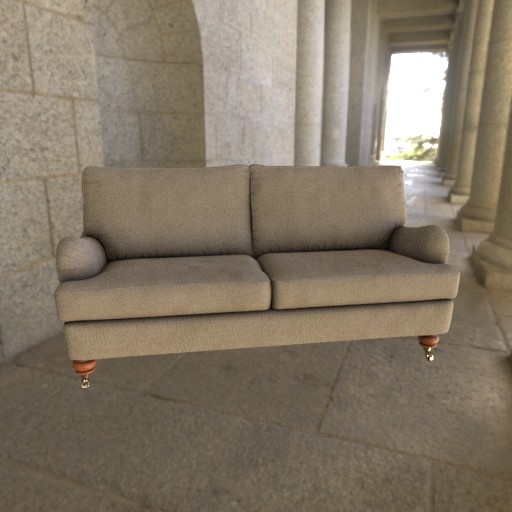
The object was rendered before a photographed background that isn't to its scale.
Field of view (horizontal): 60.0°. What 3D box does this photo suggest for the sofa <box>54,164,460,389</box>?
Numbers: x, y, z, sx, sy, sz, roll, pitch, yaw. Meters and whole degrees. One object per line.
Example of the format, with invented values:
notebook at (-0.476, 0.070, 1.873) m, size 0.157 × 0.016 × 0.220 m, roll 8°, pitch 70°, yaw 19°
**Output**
sofa at (0.000, 0.000, 2.768) m, size 2.193 × 1.096 × 1.069 m, roll -2°, pitch 15°, yaw -9°
